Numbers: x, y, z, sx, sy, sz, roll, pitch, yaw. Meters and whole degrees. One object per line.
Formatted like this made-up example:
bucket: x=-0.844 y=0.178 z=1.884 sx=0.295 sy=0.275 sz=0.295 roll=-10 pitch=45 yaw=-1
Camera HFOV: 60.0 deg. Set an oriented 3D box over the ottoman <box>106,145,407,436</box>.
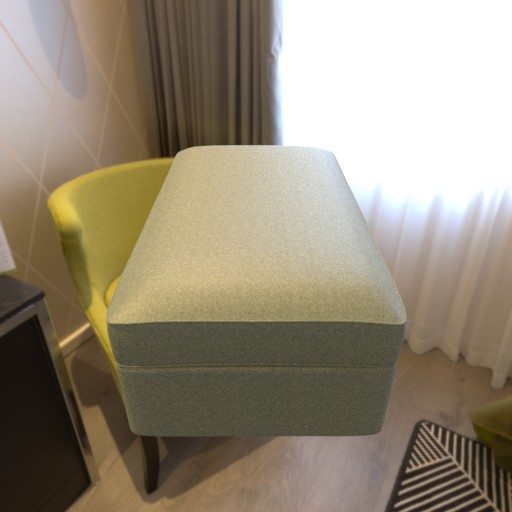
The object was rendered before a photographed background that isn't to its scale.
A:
ottoman: x=0.000 y=0.000 z=1.550 sx=0.681 sy=0.494 sz=1.173 roll=0 pitch=32 yaw=0
